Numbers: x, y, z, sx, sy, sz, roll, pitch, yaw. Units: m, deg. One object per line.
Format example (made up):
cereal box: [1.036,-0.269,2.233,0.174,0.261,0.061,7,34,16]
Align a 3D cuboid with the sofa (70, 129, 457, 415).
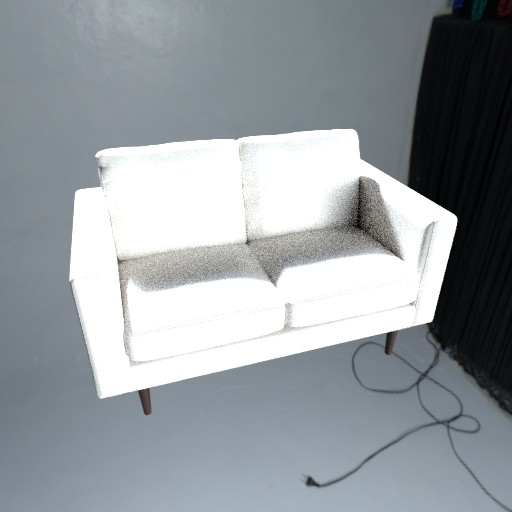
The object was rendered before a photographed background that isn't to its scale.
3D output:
sofa: [0.000,0.000,1.939,1.430,0.908,0.796,-9,32,-16]
